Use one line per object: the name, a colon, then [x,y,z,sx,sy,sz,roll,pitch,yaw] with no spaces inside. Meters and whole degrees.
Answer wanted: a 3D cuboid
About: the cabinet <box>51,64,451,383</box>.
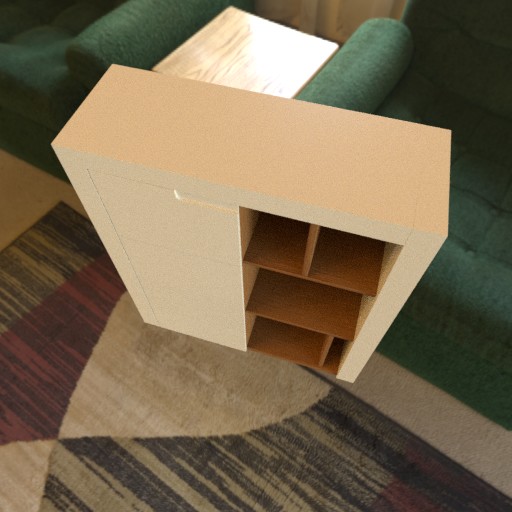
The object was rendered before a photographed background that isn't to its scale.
cabinet: [0.000,0.000,1.630,0.990,1.150,0.348,14,59,9]
